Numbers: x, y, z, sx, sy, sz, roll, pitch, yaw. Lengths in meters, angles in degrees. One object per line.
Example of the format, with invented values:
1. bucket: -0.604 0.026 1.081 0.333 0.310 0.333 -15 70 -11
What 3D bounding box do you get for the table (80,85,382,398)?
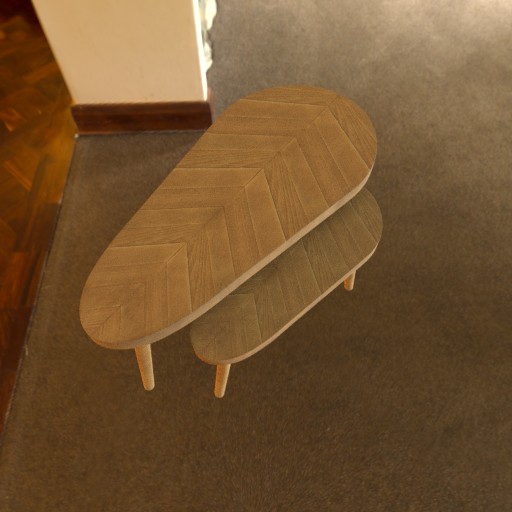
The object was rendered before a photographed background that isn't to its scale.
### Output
1. table: 0.000 0.000 1.603 0.701 0.595 1.190 34 64 19
